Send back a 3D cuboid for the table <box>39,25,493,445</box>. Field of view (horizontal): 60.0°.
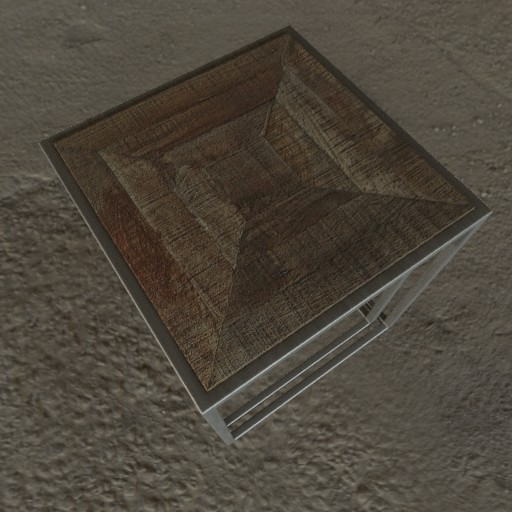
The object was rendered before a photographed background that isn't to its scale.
[{"bbox_3d":[0.000,0.000,0.828,0.449,0.500,0.450,-32,67,-15],"label":"table"}]
